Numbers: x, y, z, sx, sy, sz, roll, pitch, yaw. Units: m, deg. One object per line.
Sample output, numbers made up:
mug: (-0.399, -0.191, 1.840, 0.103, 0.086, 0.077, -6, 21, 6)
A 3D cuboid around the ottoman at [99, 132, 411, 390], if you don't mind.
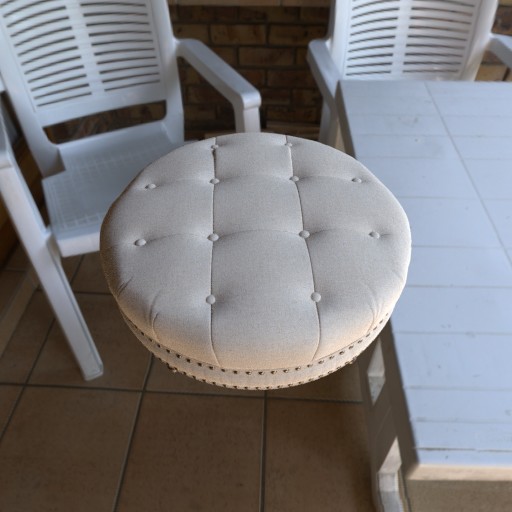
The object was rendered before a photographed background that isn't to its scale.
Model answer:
ottoman: (0.000, 0.000, 1.457, 0.940, 0.483, 0.940, 0, 46, 0)
